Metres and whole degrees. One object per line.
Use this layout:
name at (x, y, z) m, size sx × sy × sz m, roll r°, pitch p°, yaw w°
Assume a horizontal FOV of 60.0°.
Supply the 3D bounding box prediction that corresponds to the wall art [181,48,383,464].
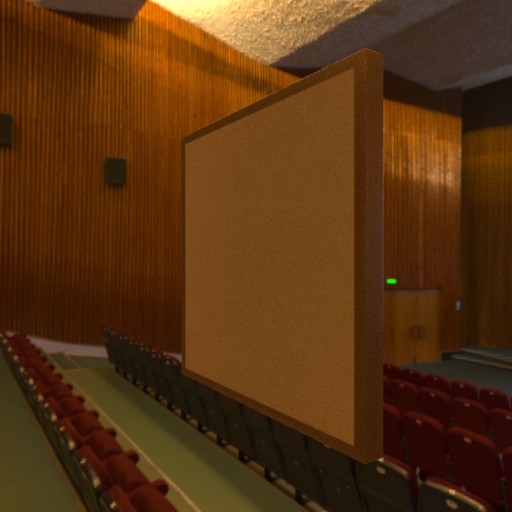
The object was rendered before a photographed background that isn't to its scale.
wall art at (0.000, 0.000, 0.759) m, size 0.033 × 0.509 × 0.510 m, roll 0°, pitch 0°, yaw -35°
